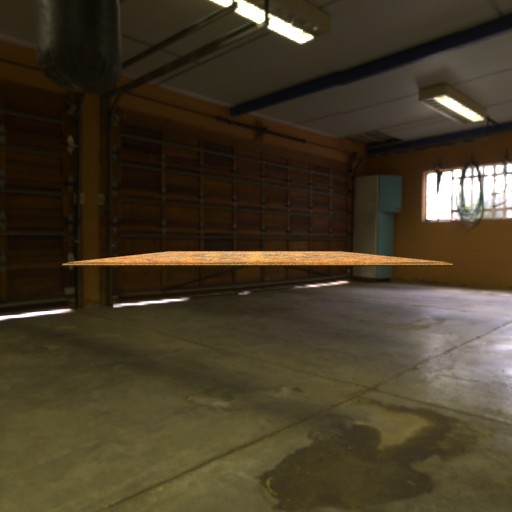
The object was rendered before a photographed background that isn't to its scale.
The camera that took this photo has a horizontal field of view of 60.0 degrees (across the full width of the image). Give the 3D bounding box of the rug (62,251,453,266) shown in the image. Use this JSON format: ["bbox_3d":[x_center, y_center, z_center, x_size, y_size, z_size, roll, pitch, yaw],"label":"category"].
[{"bbox_3d":[0.000,0.000,3.763,2.043,0.019,2.916,0,2,0],"label":"rug"}]
